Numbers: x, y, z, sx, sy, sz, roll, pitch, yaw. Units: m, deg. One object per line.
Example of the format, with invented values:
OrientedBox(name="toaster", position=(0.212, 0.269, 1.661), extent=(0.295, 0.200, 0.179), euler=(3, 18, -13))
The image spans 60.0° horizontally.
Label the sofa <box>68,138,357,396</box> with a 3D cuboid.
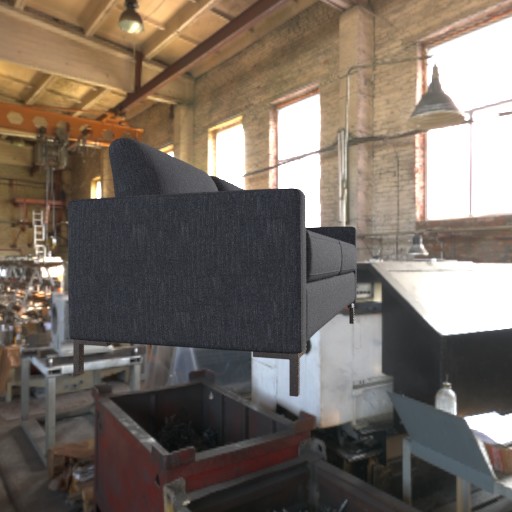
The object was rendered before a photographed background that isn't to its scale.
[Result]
OrientedBox(name="sofa", position=(0.000, 0.000, 2.233), extent=(0.866, 0.862, 1.716), euler=(0, -1, 18))
